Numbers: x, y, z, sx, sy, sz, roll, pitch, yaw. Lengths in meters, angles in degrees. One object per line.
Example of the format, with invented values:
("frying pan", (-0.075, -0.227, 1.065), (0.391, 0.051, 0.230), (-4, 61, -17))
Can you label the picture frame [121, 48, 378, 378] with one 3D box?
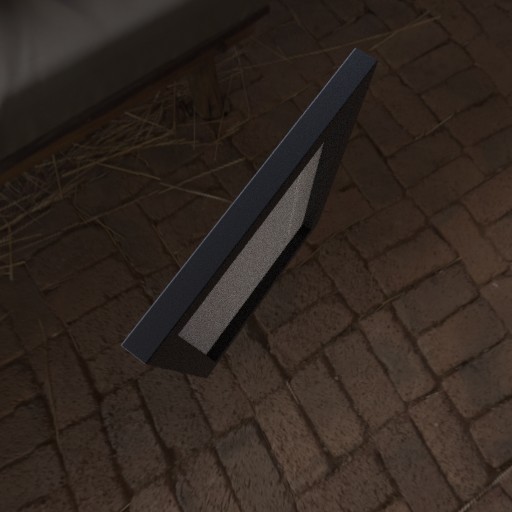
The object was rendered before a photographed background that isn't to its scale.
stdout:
("picture frame", (0.000, 0.000, 0.524), (0.036, 0.383, 0.307), (34, 76, 10))
